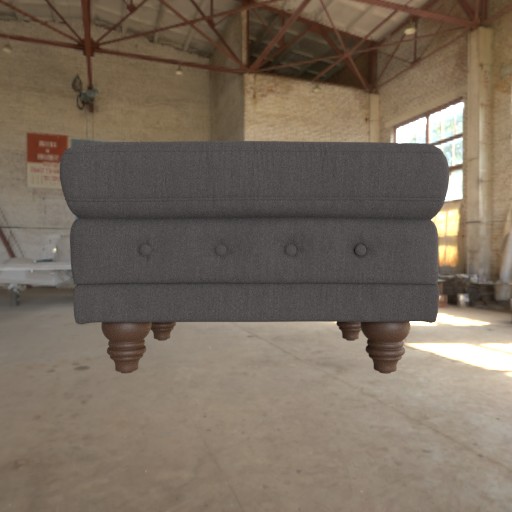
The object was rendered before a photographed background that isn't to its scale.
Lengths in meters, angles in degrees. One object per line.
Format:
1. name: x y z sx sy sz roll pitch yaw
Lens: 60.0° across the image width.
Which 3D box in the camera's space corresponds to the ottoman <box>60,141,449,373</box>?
1. ottoman: 0.000 0.000 1.136 0.771 0.500 0.569 0 0 0
